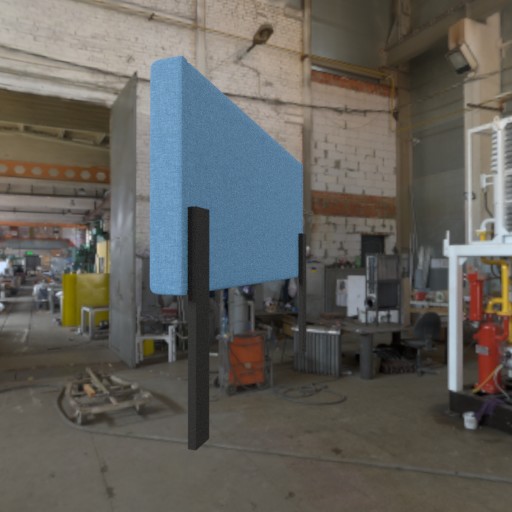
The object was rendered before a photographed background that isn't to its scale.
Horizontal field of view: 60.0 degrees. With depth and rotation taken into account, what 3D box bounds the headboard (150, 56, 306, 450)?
[{"bbox_3d":[0.000,0.000,2.679,0.184,1.524,2.051,0,-1,19],"label":"headboard"}]
